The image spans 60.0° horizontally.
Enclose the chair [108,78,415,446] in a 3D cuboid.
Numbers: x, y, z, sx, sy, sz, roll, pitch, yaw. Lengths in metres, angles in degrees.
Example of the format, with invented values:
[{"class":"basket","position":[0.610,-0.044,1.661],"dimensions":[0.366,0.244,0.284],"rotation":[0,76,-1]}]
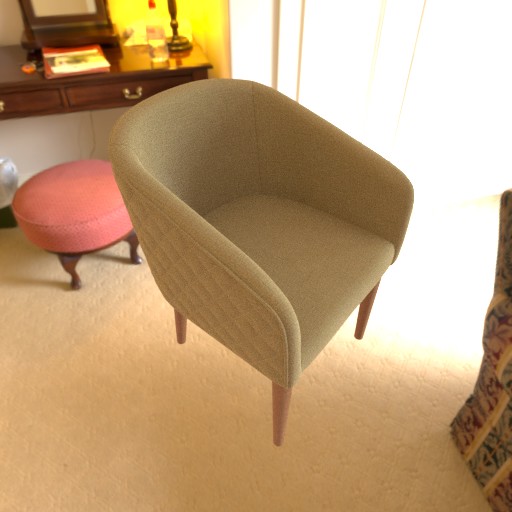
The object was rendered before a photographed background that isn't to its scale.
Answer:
[{"class":"chair","position":[0.000,0.000,1.219],"dimensions":[0.616,0.775,0.584],"rotation":[27,48,27]}]
